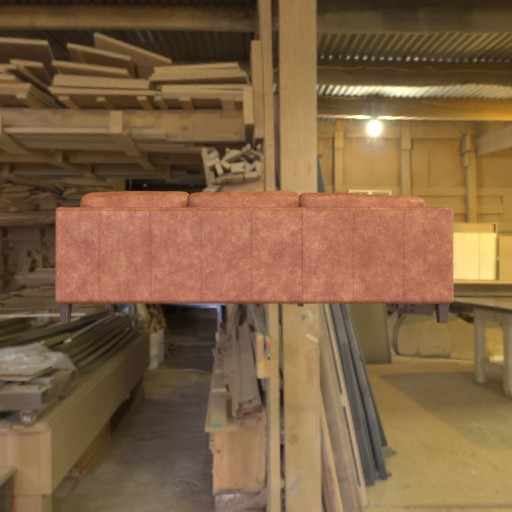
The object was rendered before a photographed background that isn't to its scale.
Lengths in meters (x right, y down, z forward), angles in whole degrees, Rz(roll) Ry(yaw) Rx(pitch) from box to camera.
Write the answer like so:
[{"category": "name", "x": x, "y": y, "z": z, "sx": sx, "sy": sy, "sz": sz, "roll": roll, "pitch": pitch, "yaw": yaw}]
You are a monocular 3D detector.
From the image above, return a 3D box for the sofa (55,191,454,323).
[{"category": "sofa", "x": 0.000, "y": 0.000, "z": 4.245, "sx": 2.438, "sy": 0.838, "sz": 3.167, "roll": 0, "pitch": 0, "yaw": 0}]
